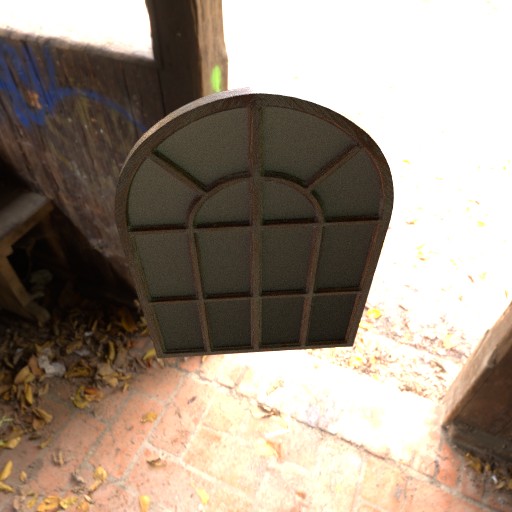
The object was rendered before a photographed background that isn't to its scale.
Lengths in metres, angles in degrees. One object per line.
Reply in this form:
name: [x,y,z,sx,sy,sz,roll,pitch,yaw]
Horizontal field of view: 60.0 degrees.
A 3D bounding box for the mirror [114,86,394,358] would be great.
mirror: [0.000,0.000,1.170,0.660,0.920,0.032,-3,47,-3]
